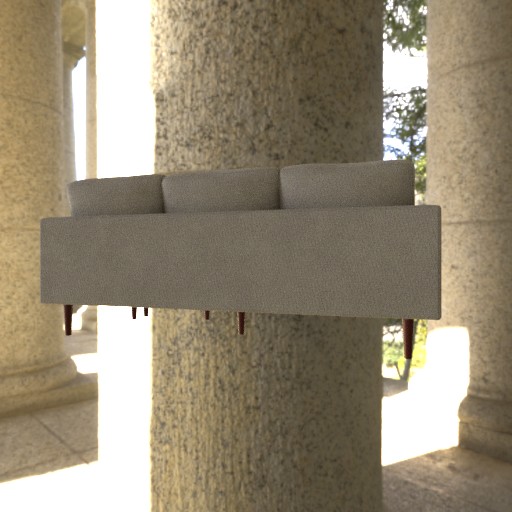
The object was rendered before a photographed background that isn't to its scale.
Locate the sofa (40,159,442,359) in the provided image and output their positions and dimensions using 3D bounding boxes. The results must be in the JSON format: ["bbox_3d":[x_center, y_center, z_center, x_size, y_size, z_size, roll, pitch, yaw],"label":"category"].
[{"bbox_3d":[0.000,0.000,3.001,2.233,0.956,1.504,0,0,18],"label":"sofa"}]
